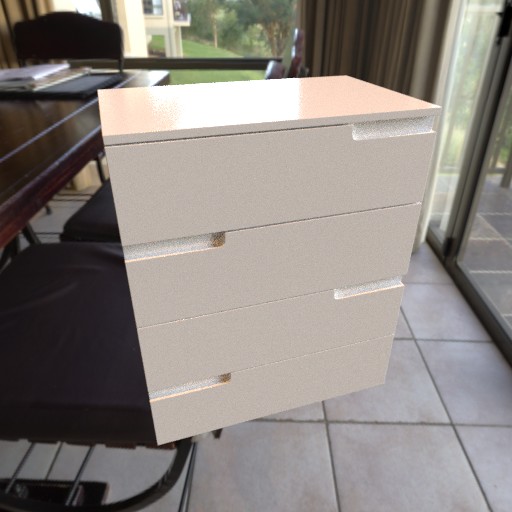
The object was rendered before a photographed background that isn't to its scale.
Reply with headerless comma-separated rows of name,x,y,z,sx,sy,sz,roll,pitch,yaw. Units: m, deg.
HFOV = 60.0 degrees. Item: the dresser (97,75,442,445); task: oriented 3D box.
dresser,0.000,0.000,1.166,0.650,0.800,0.400,-10,32,-15
